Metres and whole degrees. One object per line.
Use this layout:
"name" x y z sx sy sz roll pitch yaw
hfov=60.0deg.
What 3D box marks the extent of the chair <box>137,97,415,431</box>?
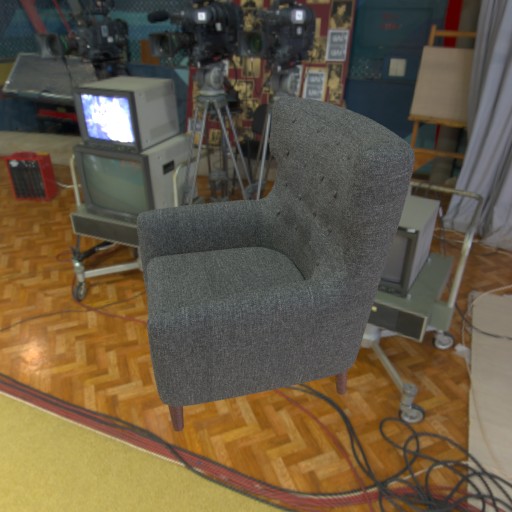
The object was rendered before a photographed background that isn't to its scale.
"chair" 0.000 0.000 1.775 0.904 1.063 0.878 -8 31 -13
